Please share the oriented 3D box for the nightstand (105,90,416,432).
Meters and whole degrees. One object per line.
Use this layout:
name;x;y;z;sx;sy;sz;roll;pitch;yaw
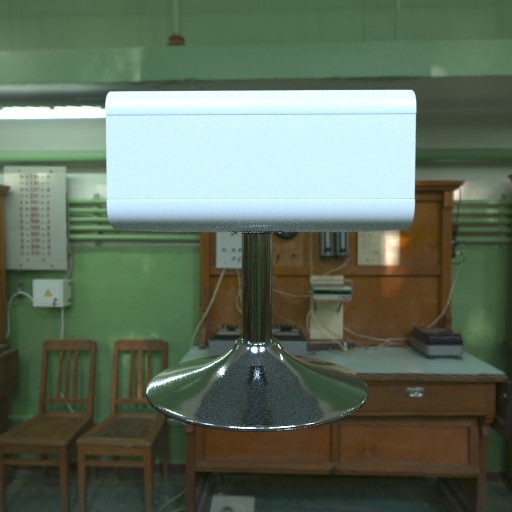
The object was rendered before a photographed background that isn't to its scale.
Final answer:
nightstand;0.000;0.000;0.759;0.404;0.447;0.399;0;3;1
